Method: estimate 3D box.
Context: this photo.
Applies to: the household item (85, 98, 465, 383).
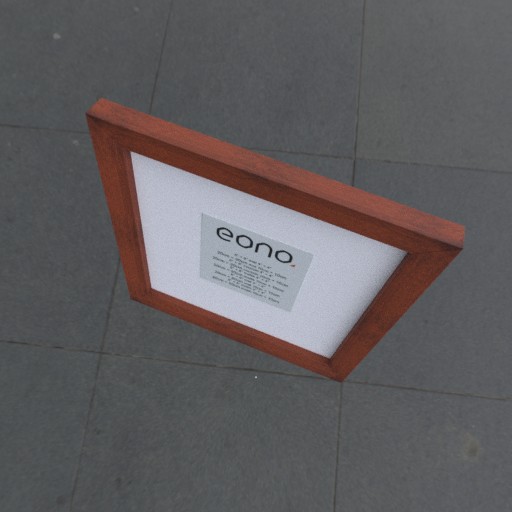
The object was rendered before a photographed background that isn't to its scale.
[{"bbox_3d":[0.000,0.000,0.374,0.240,0.240,0.131,21,76,6],"label":"household item"}]
